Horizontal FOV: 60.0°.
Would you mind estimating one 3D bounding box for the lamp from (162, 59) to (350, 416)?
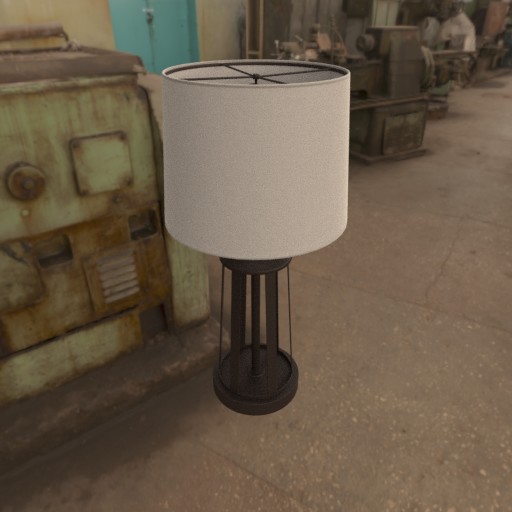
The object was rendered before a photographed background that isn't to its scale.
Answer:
[{"bbox_3d":[0.000,0.000,0.653,0.251,0.509,0.251,0,30,0],"label":"lamp"}]
